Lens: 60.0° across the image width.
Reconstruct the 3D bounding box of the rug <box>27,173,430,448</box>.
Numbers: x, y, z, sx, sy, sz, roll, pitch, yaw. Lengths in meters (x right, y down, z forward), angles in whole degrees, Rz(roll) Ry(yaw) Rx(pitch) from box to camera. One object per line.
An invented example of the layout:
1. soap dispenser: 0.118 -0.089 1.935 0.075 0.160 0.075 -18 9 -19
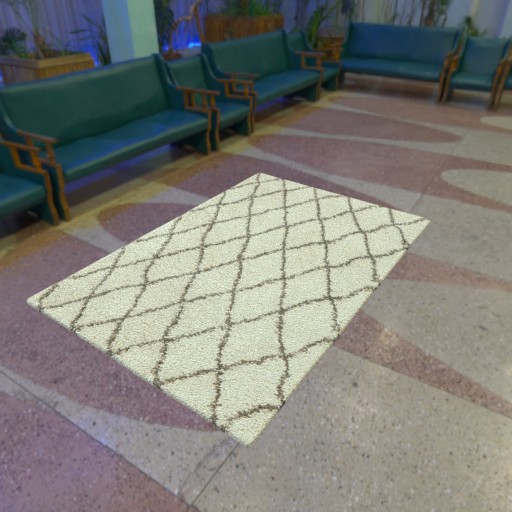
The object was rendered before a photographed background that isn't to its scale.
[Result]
1. rug: 0.000 0.000 2.257 1.219 0.030 1.778 21 39 29
